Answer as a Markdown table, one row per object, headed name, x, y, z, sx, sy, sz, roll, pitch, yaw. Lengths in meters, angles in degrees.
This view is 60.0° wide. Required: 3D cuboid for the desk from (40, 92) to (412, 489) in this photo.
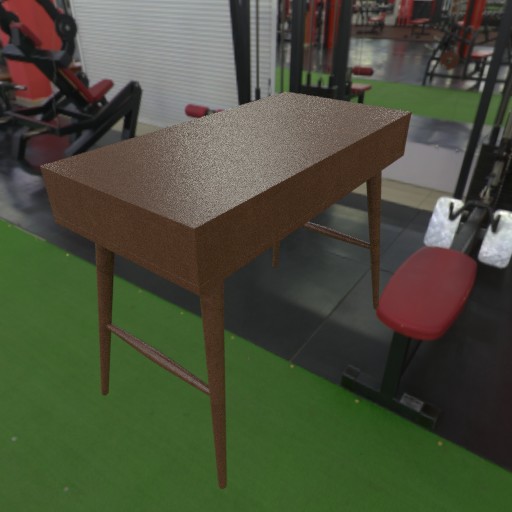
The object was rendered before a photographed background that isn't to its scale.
| name | x | y | z | sx | sy | sz | roll | pitch | yaw |
| --- | --- | --- | --- | --- | --- | --- | --- | --- | --- |
| desk | 0.000 | 0.000 | 1.368 | 0.510 | 0.758 | 0.949 | 22 | 38 | 31 |
